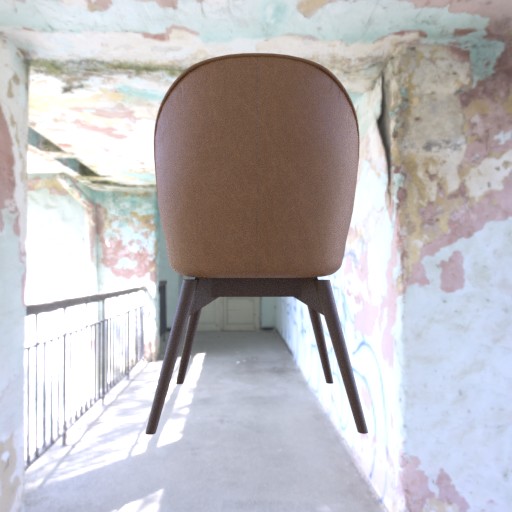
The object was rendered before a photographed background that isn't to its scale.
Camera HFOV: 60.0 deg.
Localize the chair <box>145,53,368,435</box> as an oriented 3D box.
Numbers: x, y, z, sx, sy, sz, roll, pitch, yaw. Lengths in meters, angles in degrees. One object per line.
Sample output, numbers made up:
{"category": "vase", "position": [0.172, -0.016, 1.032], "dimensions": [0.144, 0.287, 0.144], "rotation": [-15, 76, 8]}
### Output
{"category": "chair", "position": [0.000, 0.000, 1.220], "dimensions": [0.521, 0.831, 0.631], "rotation": [0, -1, -1]}
